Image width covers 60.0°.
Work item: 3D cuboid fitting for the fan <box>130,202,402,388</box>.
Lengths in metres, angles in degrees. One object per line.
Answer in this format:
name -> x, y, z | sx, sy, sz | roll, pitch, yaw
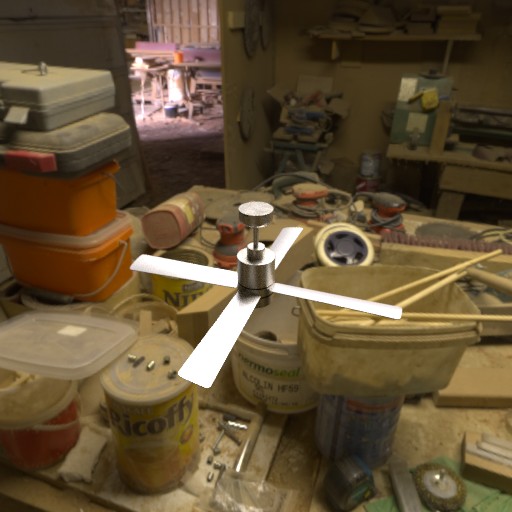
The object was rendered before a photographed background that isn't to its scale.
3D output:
fan -> 0.000, 0.000, 2.322 | 1.525, 0.539, 1.525 | 10, 31, 18
